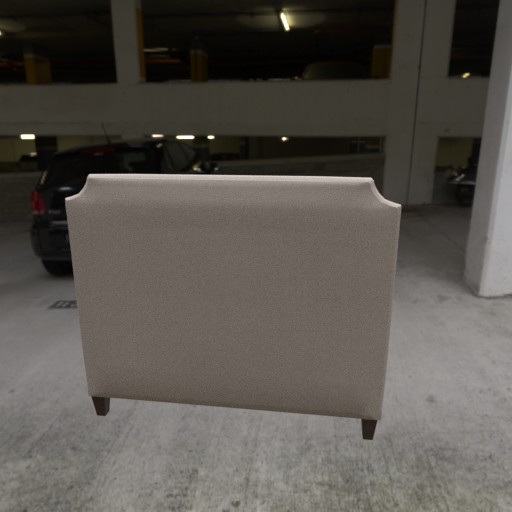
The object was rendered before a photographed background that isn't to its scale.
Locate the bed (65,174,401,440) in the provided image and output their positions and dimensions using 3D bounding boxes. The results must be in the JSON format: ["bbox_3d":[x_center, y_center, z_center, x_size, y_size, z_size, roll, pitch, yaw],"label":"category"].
[{"bbox_3d":[0.000,0.000,3.456,1.713,1.443,2.372,2,16,8],"label":"bed"}]
